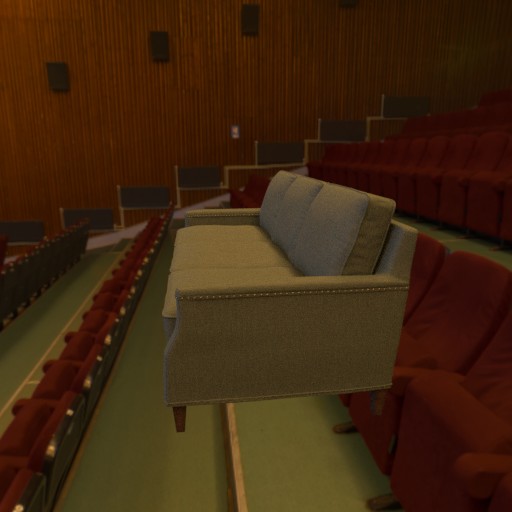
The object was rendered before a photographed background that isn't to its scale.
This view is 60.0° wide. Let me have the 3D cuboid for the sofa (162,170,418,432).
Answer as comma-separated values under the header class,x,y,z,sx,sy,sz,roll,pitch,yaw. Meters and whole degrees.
class,x,y,z,sx,sy,sz,roll,pitch,yaw
sofa,0.000,0.000,2.876,1.084,1.003,2.246,-2,14,-8
